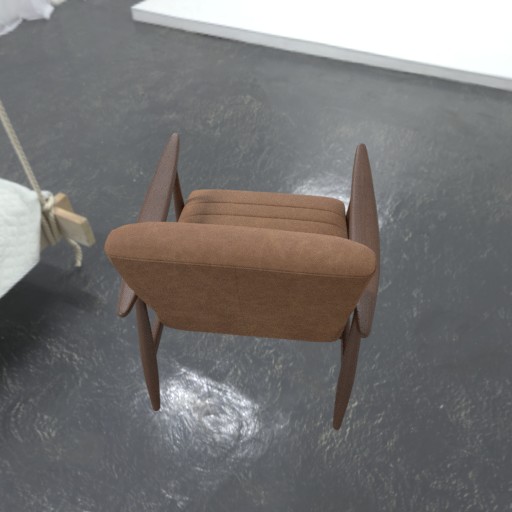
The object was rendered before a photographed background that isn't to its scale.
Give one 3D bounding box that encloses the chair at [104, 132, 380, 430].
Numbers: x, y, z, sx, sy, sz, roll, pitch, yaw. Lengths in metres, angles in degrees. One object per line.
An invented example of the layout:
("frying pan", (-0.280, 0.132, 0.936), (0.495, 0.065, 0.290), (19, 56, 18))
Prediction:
("chair", (0.000, 0.000, 1.435), (0.741, 0.832, 0.798), (4, 47, 4))
